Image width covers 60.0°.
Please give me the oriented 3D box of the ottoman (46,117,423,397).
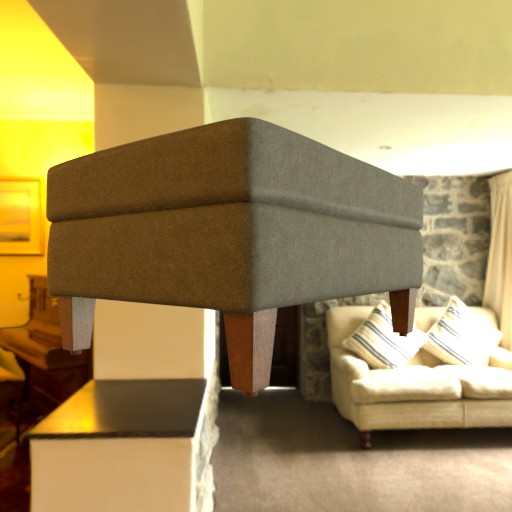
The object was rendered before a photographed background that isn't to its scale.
[{"bbox_3d":[0.000,0.000,1.171,0.639,0.464,0.839,-1,-1,38],"label":"ottoman"}]
